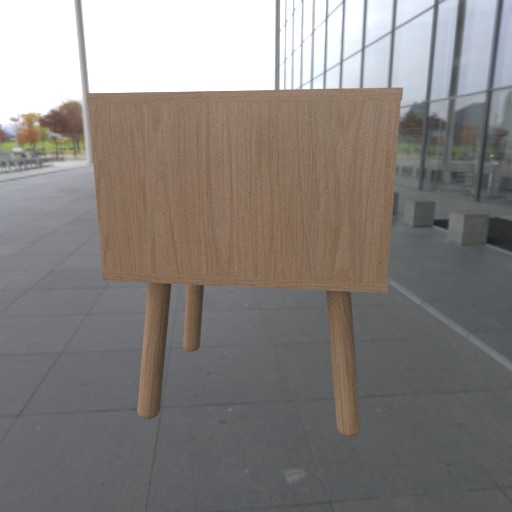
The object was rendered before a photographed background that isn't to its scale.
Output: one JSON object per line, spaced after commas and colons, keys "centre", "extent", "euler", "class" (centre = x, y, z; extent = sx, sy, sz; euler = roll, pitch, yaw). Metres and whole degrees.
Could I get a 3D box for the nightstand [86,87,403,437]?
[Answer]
{"centre": [0.000, 0.000, 0.872], "extent": [0.450, 0.571, 0.380], "euler": [2, 14, 8], "class": "nightstand"}
